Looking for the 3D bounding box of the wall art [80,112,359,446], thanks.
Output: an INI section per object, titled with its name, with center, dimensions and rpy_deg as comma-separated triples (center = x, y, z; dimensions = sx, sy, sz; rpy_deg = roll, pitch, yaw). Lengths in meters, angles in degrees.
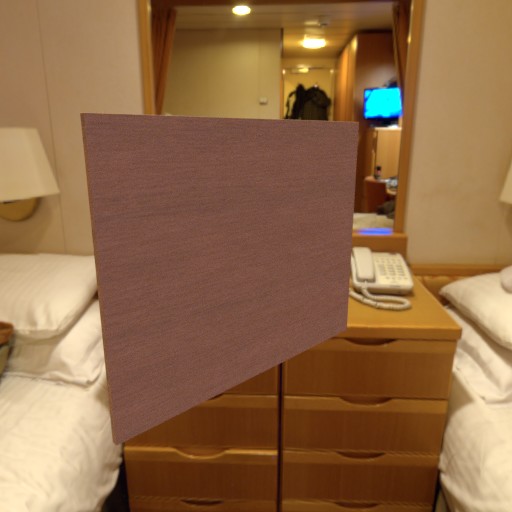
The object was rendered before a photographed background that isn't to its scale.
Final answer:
[wall art]
center = 0.000, 0.000, 0.689
dimensions = 0.508, 0.408, 0.010
rpy_deg = -14, 21, -42
